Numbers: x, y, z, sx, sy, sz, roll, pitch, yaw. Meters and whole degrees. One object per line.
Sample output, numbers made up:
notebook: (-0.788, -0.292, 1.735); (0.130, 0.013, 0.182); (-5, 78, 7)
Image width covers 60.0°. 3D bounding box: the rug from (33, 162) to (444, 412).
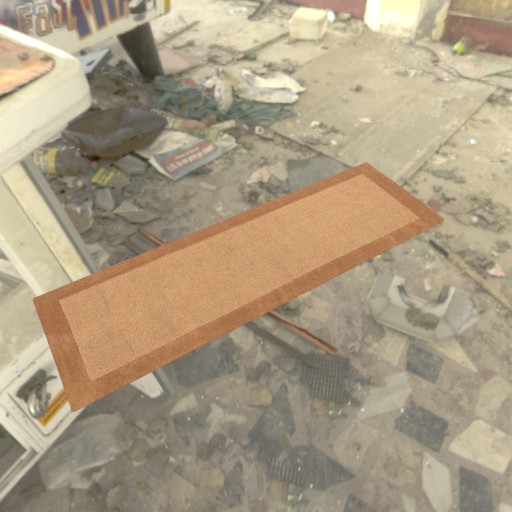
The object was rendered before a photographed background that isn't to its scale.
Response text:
rug: (0.000, 0.000, 2.672); (2.439, 0.017, 0.764); (-25, 51, -21)
